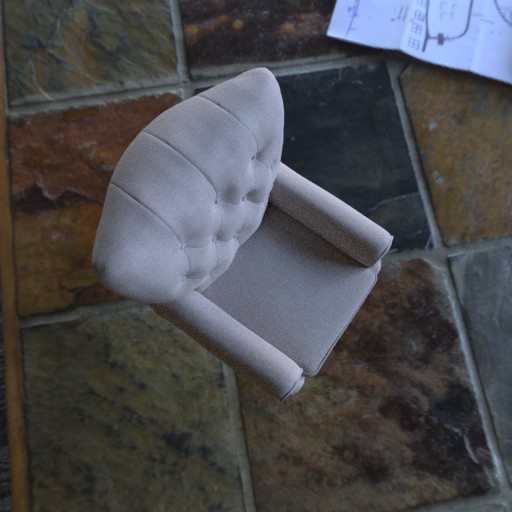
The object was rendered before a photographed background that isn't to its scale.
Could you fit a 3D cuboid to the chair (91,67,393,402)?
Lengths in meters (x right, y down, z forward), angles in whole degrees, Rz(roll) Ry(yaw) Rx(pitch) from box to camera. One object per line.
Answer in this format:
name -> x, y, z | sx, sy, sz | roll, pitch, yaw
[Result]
chair -> 0.000, 0.000, 1.967 | 1.025, 1.209, 0.942 | 35, 79, 8
